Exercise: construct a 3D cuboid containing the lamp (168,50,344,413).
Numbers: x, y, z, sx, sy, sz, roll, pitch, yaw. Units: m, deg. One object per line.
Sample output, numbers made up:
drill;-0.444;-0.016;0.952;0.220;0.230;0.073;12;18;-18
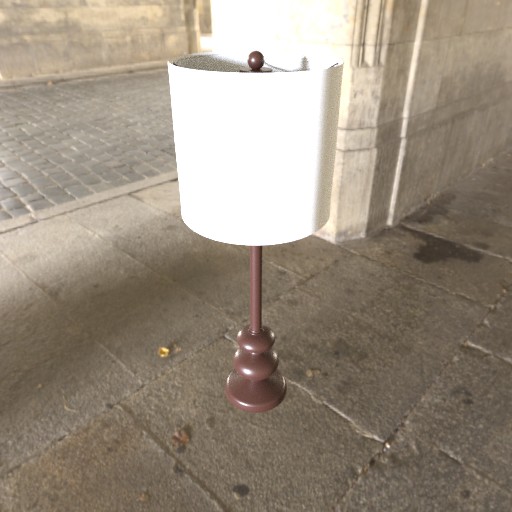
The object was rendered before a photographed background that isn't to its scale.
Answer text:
lamp;0.000;0.000;0.816;0.254;0.690;0.254;-1;31;-1
